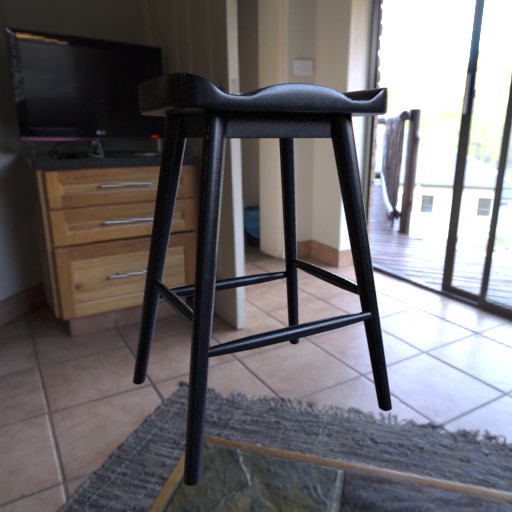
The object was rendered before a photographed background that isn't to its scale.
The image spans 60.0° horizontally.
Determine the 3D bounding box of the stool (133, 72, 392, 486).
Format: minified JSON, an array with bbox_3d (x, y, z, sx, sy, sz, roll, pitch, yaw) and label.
[{"bbox_3d":[0.000,0.000,0.863,0.440,0.615,0.361,-8,17,-27],"label":"stool"}]
